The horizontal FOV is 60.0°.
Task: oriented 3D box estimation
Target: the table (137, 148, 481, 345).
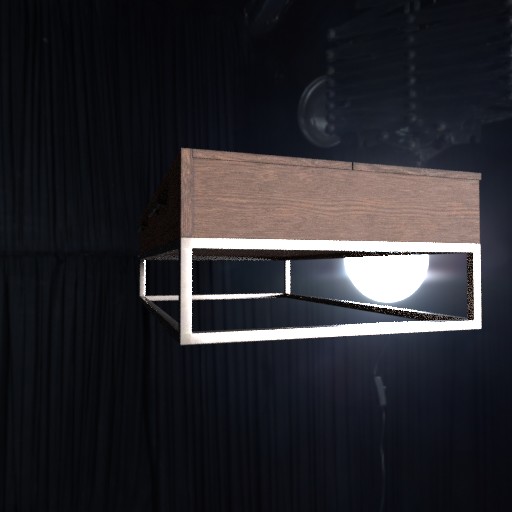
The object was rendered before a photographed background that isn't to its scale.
[{"bbox_3d":[0.000,0.000,1.468,0.719,0.361,1.167,1,-2,-18],"label":"table"}]
